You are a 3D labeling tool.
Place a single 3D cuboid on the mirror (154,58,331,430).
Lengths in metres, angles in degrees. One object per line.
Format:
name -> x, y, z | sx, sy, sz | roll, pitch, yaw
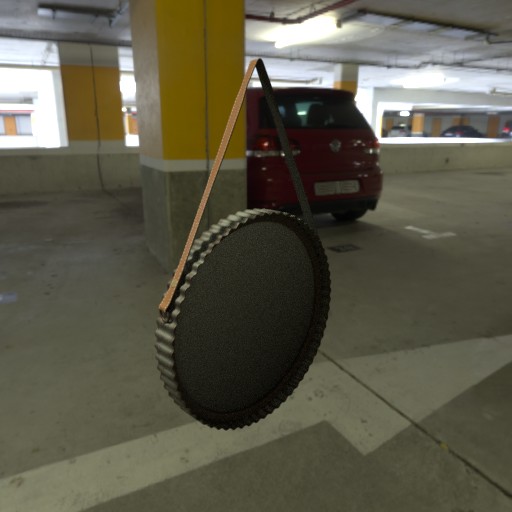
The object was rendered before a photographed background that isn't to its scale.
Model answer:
mirror -> 0.000, 0.000, 0.691 | 0.355, 0.568, 0.042 | -15, 22, -43
